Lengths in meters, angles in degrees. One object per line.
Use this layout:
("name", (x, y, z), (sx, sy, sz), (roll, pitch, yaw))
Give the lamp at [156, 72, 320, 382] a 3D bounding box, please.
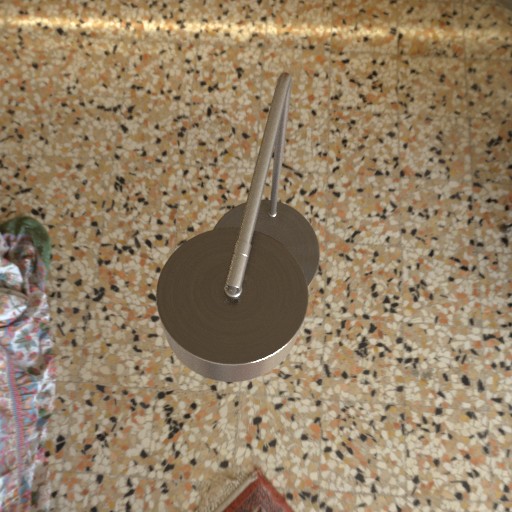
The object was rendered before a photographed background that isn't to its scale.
("lamp", (0.000, 0.000, 0.616), (0.211, 0.469, 0.334), (13, 76, 3))
